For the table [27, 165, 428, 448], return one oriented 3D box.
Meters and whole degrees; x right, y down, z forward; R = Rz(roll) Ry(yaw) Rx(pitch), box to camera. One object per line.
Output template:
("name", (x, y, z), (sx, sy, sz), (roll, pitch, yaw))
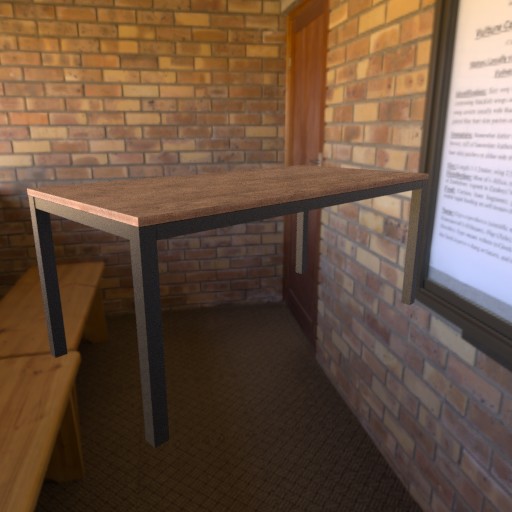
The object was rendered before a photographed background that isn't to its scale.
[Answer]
("table", (0.000, 0.000, 2.259), (1.805, 0.767, 0.893), (-15, 22, -42))
